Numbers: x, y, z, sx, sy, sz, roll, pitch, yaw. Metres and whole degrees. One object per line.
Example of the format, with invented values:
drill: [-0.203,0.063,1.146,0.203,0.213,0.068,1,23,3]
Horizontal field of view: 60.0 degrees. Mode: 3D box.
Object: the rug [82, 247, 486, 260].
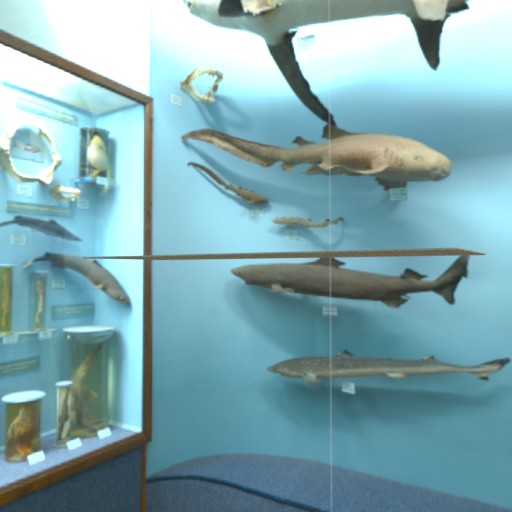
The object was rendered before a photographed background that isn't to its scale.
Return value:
rug: [0.000,0.000,2.719,2.430,0.012,0.767,-1,-2,35]
